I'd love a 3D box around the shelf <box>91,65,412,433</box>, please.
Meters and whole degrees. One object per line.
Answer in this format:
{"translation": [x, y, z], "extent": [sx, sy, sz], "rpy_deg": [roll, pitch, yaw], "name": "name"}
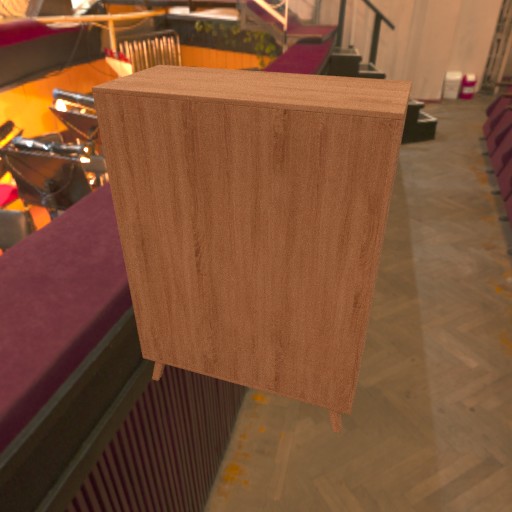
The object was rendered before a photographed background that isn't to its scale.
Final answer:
{"translation": [0.000, 0.000, 1.884], "extent": [1.000, 1.390, 0.450], "rpy_deg": [11, 34, 16], "name": "shelf"}
